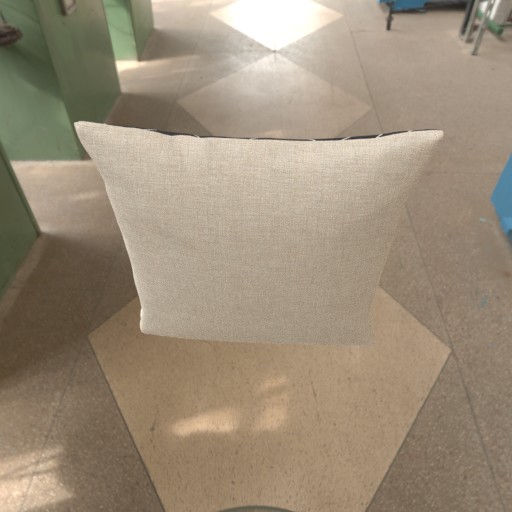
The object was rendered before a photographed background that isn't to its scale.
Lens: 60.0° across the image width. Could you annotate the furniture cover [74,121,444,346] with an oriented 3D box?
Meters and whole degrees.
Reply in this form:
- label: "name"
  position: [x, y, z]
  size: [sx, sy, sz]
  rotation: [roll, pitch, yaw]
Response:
- label: "furniture cover"
  position: [0.000, 0.000, 0.792]
  size: [0.517, 0.508, 0.158]
  rotation: [2, 45, 2]
